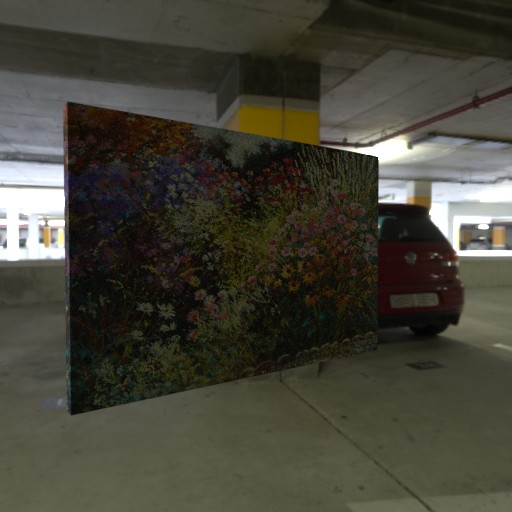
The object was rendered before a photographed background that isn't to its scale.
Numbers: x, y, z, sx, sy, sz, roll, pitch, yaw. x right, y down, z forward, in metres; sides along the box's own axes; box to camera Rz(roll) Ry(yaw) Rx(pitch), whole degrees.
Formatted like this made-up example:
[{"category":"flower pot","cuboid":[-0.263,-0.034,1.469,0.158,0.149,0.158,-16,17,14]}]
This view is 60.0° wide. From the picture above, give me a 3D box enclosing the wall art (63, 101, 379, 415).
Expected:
[{"category":"wall art","cuboid":[0.000,0.000,1.130,0.908,0.604,0.037,-1,2,-36]}]
